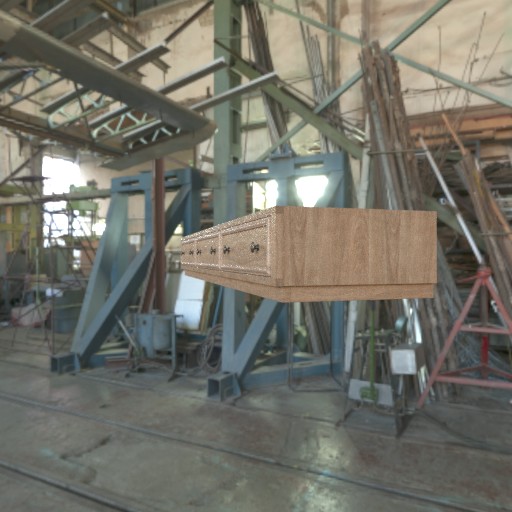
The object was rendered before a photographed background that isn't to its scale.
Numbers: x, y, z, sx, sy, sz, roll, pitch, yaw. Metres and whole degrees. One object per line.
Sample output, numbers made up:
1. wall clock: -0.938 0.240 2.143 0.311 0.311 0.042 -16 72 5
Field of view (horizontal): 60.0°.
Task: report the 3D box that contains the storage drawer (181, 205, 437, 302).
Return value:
1. storage drawer: 0.000 0.000 2.238 0.538 0.264 2.032 0 0 -17
